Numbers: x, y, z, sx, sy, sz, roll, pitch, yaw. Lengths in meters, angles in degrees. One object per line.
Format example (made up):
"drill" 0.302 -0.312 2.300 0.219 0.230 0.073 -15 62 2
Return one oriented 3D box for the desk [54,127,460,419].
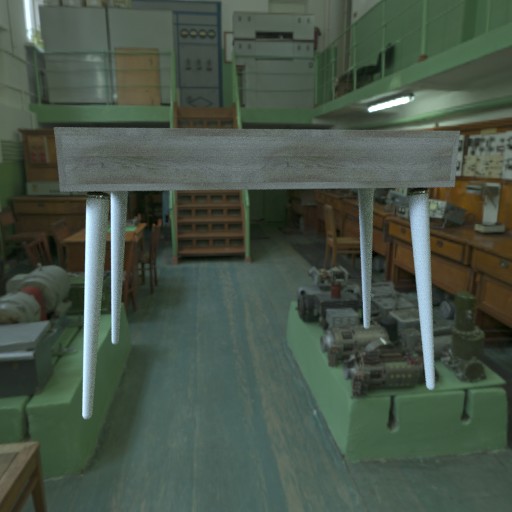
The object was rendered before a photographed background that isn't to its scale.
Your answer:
"desk" 0.000 0.000 1.361 0.979 0.723 0.491 -2 13 -9
